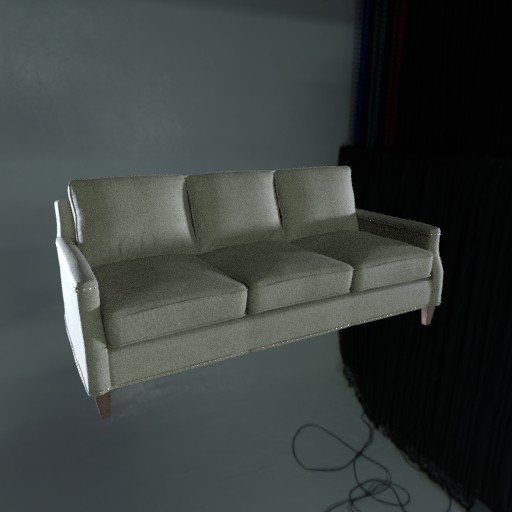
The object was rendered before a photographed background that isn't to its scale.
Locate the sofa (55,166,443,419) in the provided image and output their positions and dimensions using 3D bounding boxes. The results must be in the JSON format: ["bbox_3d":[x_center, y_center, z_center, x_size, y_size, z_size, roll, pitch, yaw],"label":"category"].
[{"bbox_3d":[0.000,0.000,2.780,2.246,1.003,1.084,-9,18,-28],"label":"sofa"}]
